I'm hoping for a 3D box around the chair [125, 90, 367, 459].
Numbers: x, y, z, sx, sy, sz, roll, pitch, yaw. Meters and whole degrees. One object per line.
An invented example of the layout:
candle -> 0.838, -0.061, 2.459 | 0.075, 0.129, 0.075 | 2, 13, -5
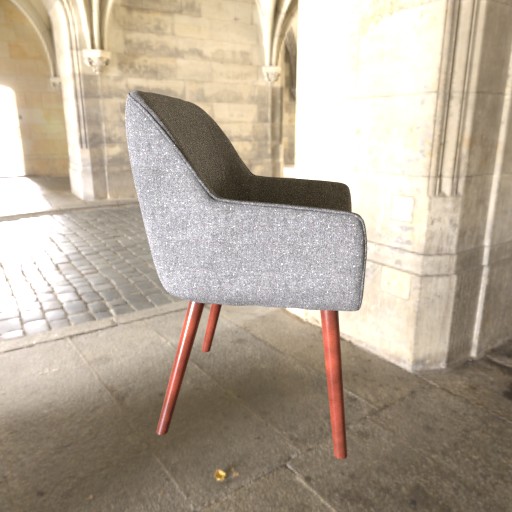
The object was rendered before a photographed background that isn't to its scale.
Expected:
chair -> 0.000, 0.000, 1.169 | 0.519, 0.803, 0.543 | 2, 16, 8
